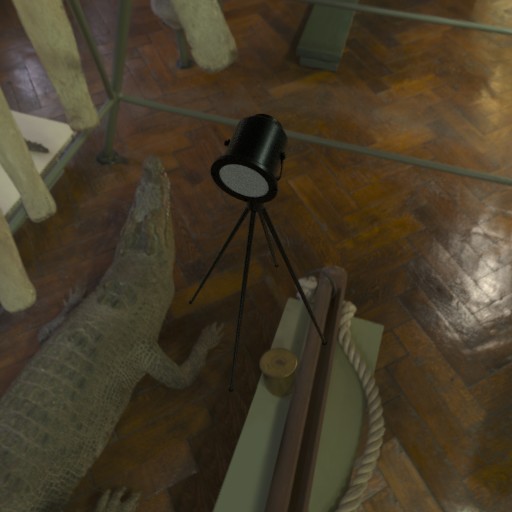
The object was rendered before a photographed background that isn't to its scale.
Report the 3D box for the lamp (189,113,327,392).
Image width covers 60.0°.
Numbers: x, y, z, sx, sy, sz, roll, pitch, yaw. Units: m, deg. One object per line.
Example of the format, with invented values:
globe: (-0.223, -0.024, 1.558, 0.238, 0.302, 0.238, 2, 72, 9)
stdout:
lamp: (0.000, 0.000, 2.067, 0.879, 1.504, 0.884, 16, 58, 10)
